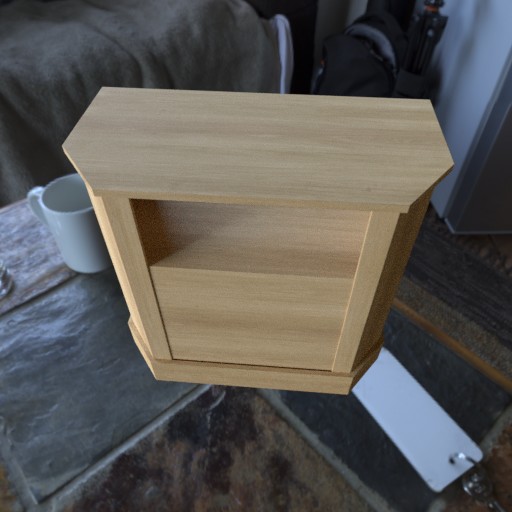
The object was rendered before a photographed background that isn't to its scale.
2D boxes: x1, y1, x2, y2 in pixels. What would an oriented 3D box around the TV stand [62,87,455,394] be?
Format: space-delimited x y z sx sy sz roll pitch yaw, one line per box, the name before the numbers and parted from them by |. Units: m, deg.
TV stand | 0.000 0.000 1.287 0.851 0.781 0.425 3 47 3
